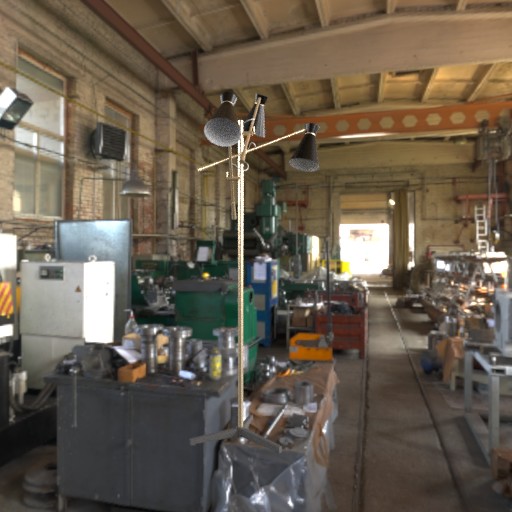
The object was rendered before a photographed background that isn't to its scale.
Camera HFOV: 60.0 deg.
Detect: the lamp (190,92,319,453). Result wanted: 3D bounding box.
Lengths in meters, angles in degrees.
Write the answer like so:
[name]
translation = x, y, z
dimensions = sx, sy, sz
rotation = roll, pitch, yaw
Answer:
[lamp]
translation = 0.000, 0.000, 2.202
dimensions = 0.653, 1.804, 0.750
rotation = 0, 0, -19
